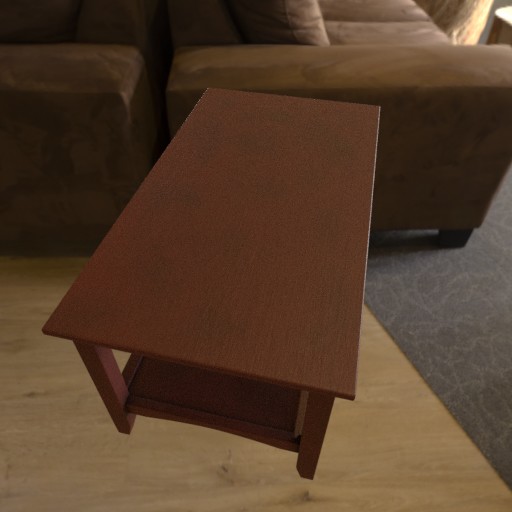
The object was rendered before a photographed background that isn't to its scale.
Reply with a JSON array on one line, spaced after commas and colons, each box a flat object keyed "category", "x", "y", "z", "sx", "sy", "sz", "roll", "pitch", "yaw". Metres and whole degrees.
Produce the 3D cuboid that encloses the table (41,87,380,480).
[{"category": "table", "x": 0.000, "y": 0.000, "z": 1.195, "sx": 0.533, "sy": 0.456, "sz": 0.943, "roll": 10, "pitch": 46, "yaw": 9}]
